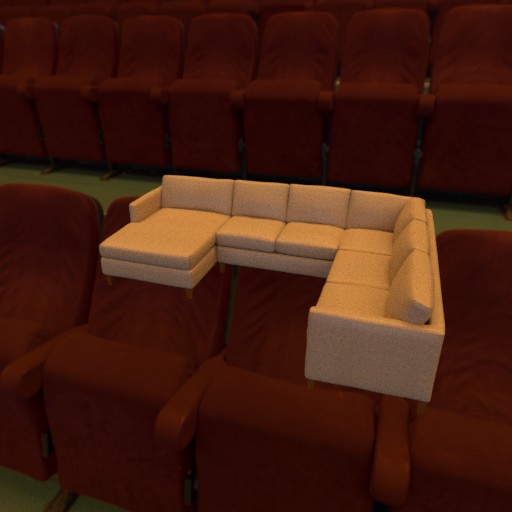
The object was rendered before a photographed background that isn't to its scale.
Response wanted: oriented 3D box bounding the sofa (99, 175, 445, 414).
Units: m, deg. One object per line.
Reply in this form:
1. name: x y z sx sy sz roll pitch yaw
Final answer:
1. sofa: 0.000 0.000 4.586 3.460 0.961 2.594 8 27 16
